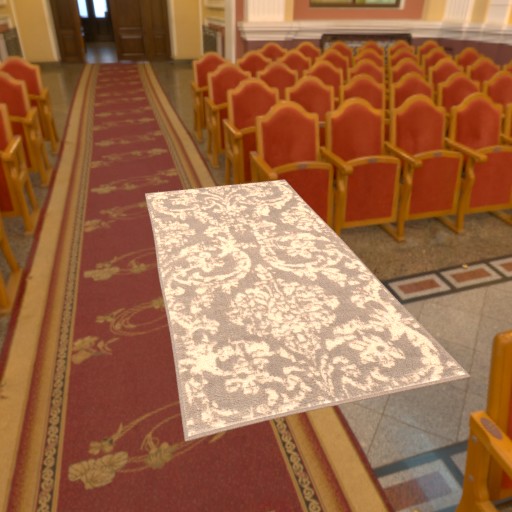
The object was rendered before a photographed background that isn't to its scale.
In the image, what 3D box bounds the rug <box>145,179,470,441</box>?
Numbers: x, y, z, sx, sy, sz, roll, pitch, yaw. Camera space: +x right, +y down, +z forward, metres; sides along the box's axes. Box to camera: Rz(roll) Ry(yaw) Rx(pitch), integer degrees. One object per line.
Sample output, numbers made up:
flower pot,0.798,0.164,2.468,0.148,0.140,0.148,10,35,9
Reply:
rug,0.000,0.000,1.375,0.604,0.007,1.219,-8,31,-13
